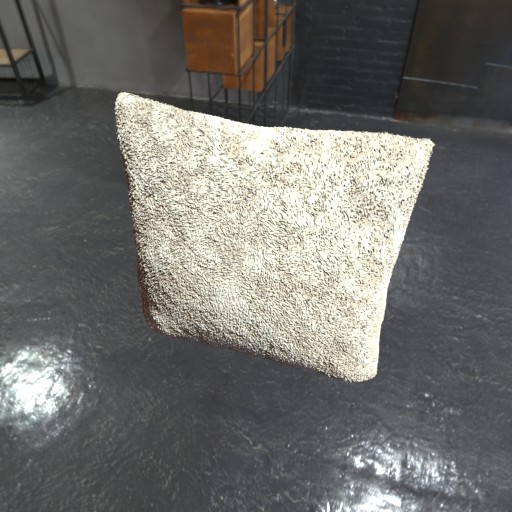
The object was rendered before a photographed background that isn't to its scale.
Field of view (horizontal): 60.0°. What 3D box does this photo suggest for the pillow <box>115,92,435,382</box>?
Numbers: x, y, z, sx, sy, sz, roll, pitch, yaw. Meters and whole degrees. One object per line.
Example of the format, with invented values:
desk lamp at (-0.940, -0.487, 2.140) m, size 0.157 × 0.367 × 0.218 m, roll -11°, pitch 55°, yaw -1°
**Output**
pillow at (0.000, 0.000, 0.819) m, size 0.529 × 0.515 × 0.218 m, roll 11°, pitch 43°, yaw 12°
